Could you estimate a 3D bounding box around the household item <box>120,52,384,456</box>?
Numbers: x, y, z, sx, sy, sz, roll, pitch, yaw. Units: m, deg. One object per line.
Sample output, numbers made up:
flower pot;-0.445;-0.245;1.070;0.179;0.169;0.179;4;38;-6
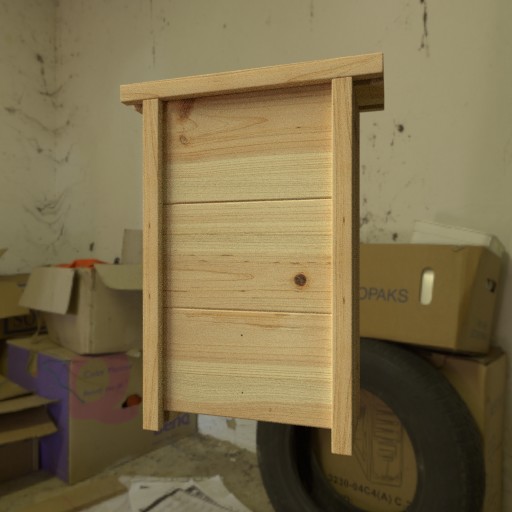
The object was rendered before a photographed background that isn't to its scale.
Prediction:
household item;0.000;0.000;0.543;0.301;0.407;0.123;0;0;17
